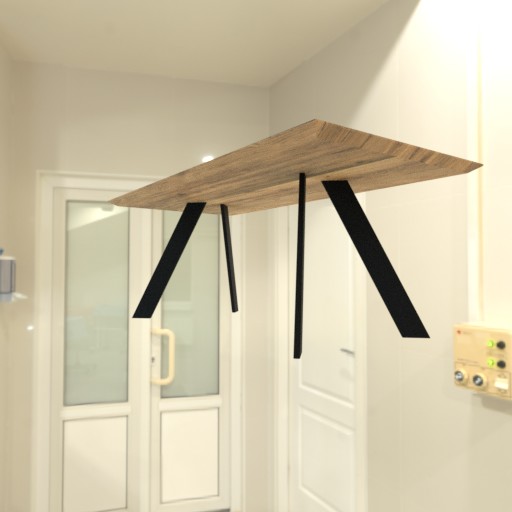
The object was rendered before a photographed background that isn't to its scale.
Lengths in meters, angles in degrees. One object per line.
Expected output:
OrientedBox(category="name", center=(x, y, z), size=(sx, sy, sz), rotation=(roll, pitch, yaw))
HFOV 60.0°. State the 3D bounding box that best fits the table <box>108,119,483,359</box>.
OrientedBox(category="table", center=(0.000, 0.000, 2.437), size=(1.000, 0.770, 2.000), rotation=(1, -2, -36))
